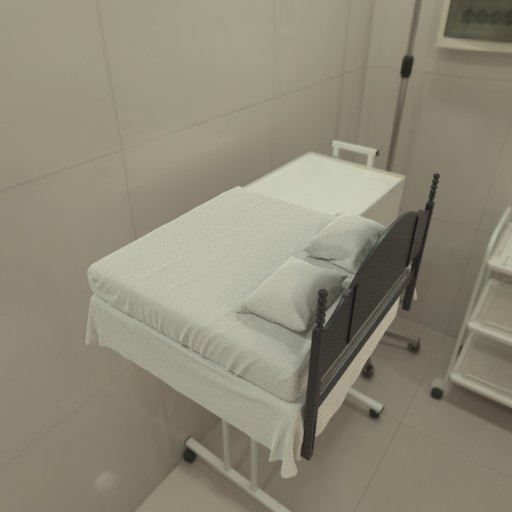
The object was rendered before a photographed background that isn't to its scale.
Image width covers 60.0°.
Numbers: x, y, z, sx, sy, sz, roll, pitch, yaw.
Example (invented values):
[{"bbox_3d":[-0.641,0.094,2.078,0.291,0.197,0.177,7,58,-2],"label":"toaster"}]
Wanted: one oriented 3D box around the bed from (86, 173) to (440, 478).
[{"bbox_3d":[0.000,0.000,3.701,2.219,1.355,2.322,21,38,29],"label":"bed"}]
